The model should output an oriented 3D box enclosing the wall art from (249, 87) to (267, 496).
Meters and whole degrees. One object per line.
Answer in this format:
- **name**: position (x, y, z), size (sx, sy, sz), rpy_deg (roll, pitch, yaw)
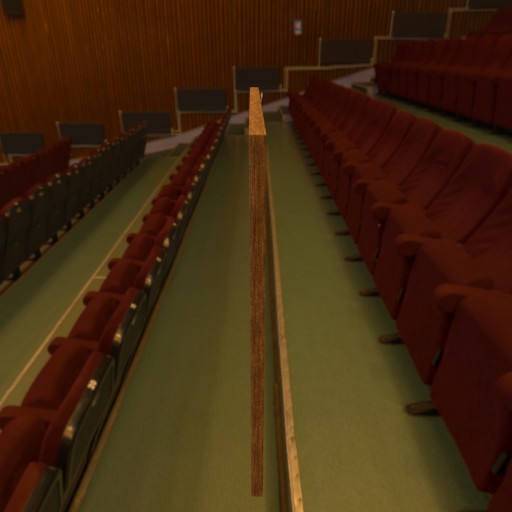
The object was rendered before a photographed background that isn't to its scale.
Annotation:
- **wall art**: position (0.000, 0.000, 0.829), size (0.021, 0.576, 0.561), rpy_deg (0, 25, -1)
